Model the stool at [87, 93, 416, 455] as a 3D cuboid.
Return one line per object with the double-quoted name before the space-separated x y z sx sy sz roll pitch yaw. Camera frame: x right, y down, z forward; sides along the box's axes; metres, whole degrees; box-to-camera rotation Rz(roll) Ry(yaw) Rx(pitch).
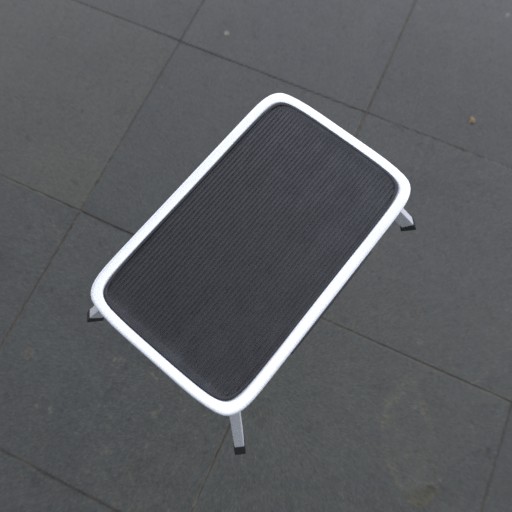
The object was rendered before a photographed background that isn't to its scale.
"stool" 0.000 0.000 0.629 0.320 0.170 0.460 38 78 10
